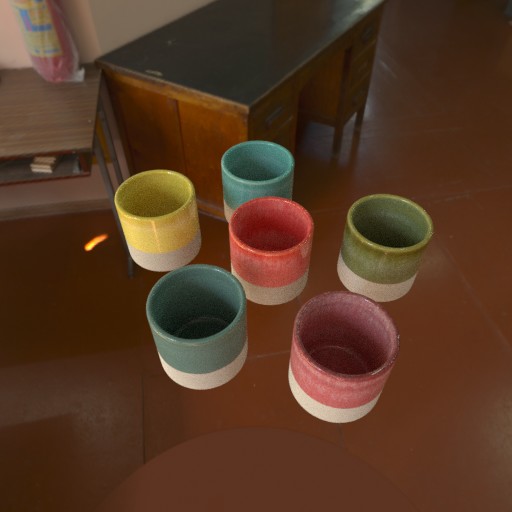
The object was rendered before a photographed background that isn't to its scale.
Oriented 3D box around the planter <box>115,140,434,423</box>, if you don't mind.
[{"bbox_3d":[0.000,0.000,0.414,0.286,0.075,0.257,17,50,16],"label":"planter"}]
